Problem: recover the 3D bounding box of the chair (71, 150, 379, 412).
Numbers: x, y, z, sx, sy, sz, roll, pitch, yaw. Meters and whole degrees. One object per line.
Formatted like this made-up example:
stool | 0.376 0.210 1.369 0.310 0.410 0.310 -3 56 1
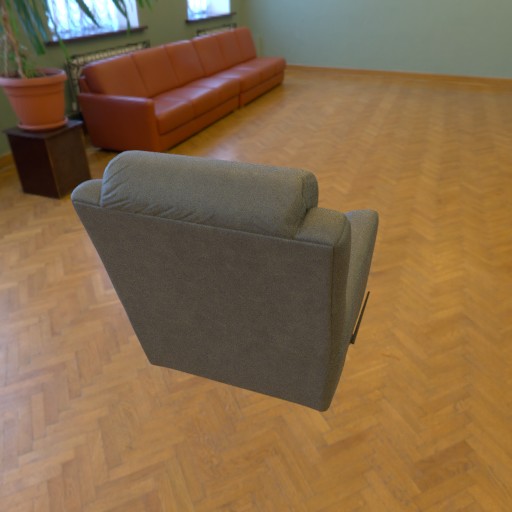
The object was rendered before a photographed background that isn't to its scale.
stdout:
chair | 0.000 0.000 1.902 0.967 1.116 1.068 11 33 16
